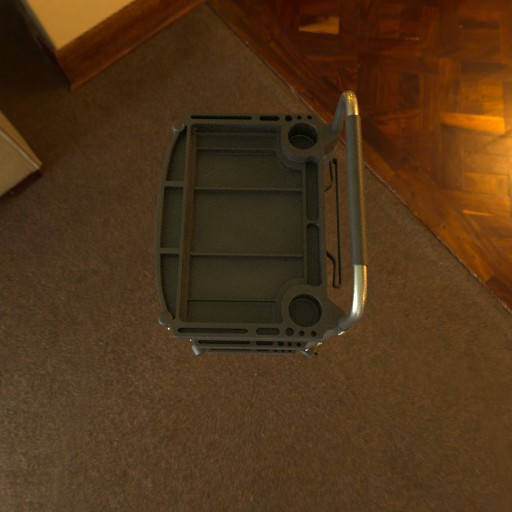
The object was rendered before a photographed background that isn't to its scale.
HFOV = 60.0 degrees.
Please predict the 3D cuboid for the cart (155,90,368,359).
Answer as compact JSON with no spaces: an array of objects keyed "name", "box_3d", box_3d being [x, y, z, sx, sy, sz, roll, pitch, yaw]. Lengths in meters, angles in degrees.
[{"name":"cart","box_3d":[0.000,0.000,1.379,0.518,1.075,0.584,1,75,0]}]
